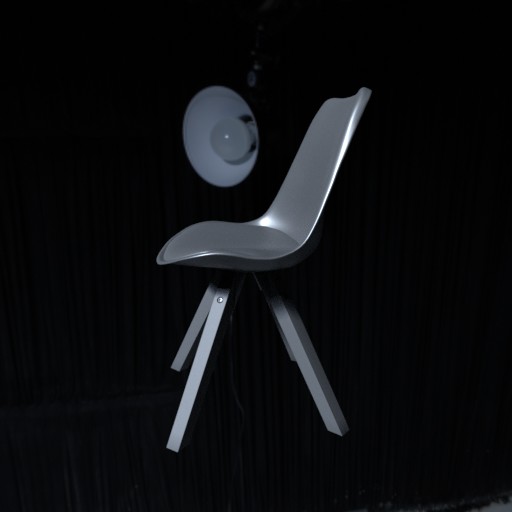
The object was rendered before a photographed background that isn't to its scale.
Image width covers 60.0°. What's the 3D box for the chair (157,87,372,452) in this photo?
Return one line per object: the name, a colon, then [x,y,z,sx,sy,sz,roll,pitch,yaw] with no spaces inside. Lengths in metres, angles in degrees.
chair: [0.000,0.000,1.212,0.530,0.850,0.485,-2,14,-9]
